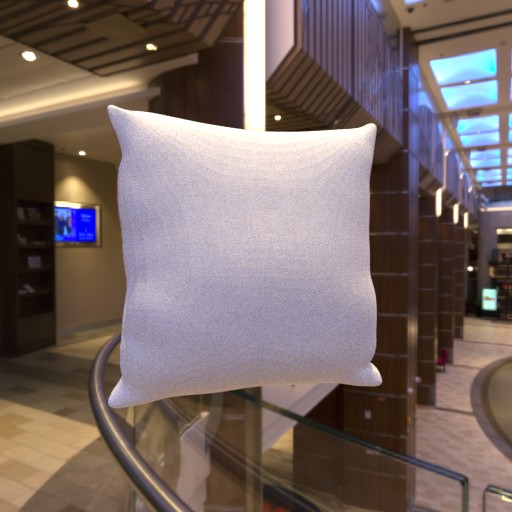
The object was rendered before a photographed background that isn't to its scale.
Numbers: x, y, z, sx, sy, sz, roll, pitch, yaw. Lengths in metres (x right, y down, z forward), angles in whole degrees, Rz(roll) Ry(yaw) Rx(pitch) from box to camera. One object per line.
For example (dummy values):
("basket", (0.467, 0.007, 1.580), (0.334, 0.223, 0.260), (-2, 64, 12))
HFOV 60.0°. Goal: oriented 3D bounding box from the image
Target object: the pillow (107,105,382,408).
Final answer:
("pillow", (0.000, 0.000, 0.690), (0.440, 0.441, 0.182), (0, 1, -17))
